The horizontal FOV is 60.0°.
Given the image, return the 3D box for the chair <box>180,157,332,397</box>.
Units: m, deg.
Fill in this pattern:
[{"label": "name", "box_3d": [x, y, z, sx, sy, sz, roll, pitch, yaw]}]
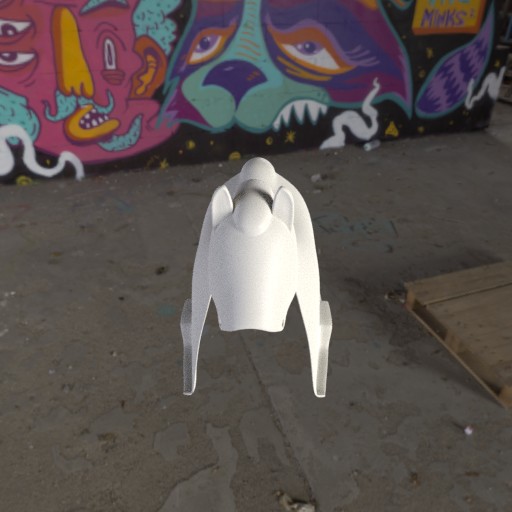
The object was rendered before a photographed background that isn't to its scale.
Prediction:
[{"label": "chair", "box_3d": [0.000, 0.000, 1.128, 0.429, 0.612, 0.800, 1, 32, 1]}]
